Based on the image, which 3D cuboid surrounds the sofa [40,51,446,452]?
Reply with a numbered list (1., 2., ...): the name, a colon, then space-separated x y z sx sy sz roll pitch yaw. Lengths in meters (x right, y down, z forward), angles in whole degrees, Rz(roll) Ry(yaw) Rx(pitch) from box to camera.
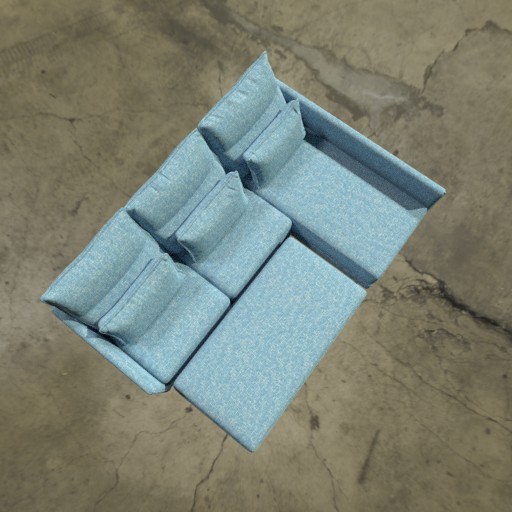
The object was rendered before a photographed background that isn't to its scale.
1. sofa: 0.000 0.000 2.788 1.420 0.899 2.034 37 78 9
